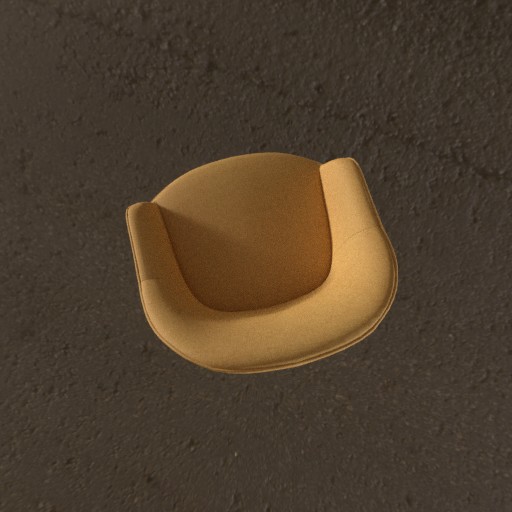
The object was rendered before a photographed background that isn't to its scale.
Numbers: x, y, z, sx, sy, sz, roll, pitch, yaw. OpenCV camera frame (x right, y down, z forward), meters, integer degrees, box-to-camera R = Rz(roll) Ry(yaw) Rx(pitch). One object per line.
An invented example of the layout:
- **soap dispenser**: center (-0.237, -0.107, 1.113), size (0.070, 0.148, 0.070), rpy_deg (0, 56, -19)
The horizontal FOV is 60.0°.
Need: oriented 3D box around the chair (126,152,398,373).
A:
- **chair**: center (0.000, 0.000, 1.244), size (0.596, 0.823, 0.635), rpy_deg (-13, 75, -4)
